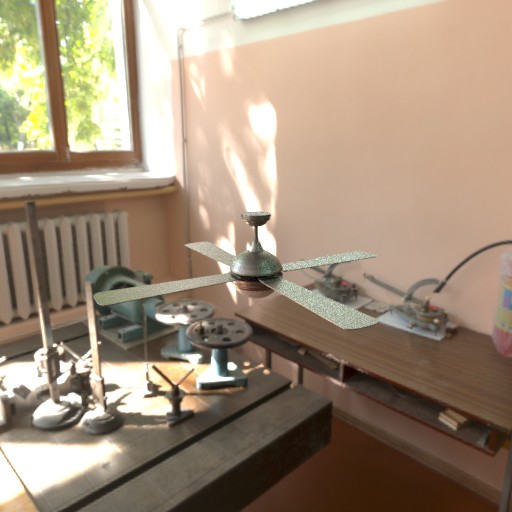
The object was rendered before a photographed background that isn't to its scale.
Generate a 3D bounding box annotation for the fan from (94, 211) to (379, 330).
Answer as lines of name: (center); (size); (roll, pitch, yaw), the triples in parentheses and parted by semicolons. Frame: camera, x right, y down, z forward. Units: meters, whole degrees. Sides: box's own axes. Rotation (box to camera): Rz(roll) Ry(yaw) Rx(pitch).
fan: (0.000, 0.000, 1.963); (1.321, 0.381, 1.321); (-3, 15, -10)
